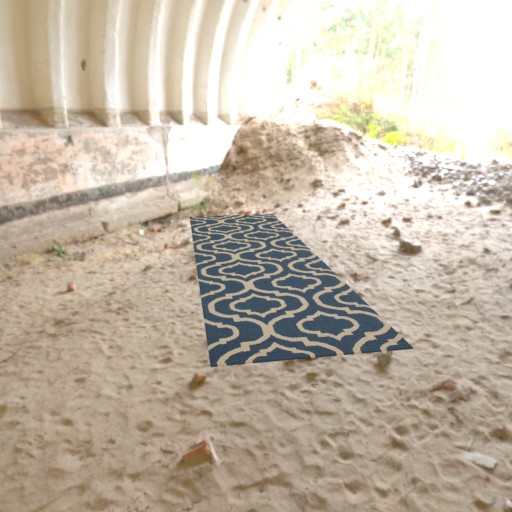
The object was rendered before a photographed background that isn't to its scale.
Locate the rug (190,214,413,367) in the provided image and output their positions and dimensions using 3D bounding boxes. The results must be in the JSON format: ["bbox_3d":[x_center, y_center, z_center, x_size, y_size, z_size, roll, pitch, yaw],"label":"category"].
[{"bbox_3d":[0.000,0.000,2.528,0.685,0.006,2.296,-3,17,-9],"label":"rug"}]
